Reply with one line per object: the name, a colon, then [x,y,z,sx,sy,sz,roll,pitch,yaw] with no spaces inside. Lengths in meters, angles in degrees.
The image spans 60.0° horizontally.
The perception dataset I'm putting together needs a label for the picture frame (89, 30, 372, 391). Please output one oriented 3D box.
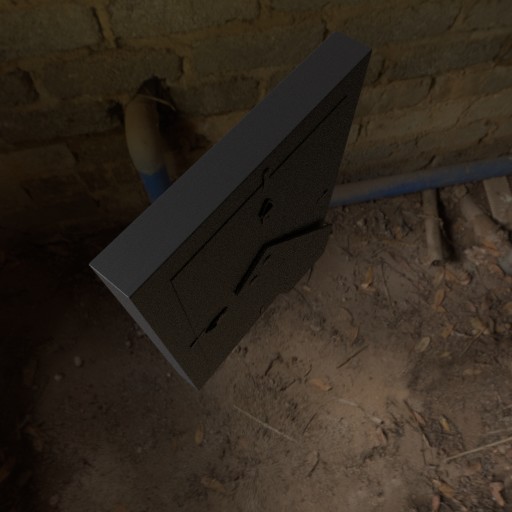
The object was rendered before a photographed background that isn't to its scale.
picture frame: [0.000,0.000,0.275,0.028,0.208,0.157,36,70,16]
